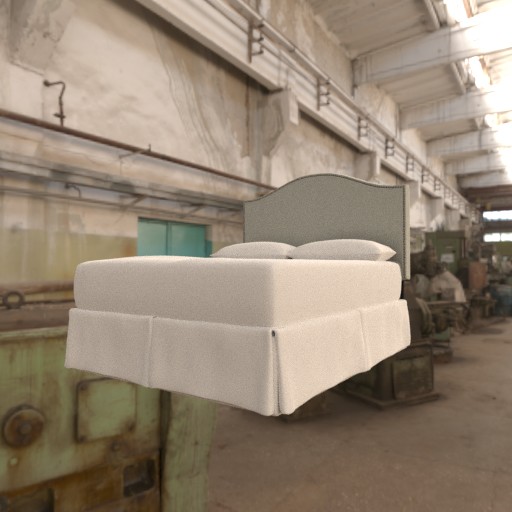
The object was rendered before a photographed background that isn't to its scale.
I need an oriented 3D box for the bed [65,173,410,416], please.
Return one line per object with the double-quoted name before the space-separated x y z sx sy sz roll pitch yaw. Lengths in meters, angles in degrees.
"bed" 0.000 0.000 3.433 1.813 1.607 2.180 -1 -1 35
